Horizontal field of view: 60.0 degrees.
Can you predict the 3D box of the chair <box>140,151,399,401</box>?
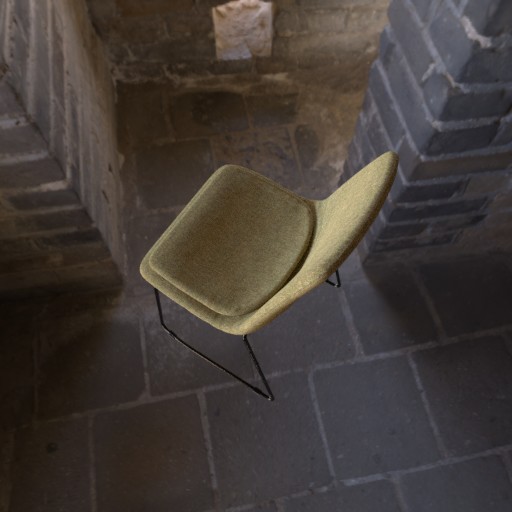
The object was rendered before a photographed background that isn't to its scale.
[{"bbox_3d":[0.000,0.000,1.188,0.496,0.849,0.479,29,66,14],"label":"chair"}]
